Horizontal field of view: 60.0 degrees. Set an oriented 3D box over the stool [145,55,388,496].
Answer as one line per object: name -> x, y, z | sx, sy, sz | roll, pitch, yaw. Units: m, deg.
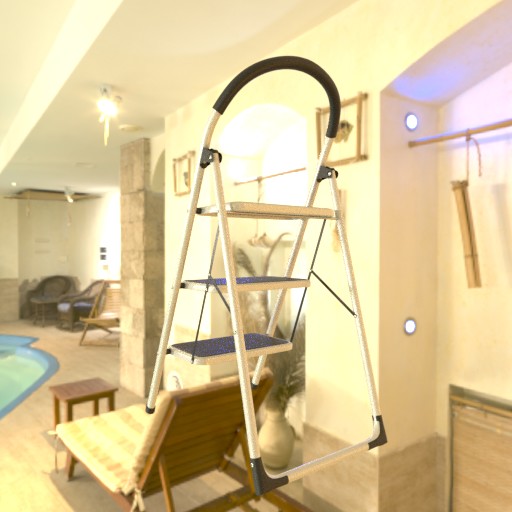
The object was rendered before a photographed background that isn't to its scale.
stool -> 0.000, 0.000, 1.428 | 0.485, 1.109, 0.676 | -1, 1, -36
